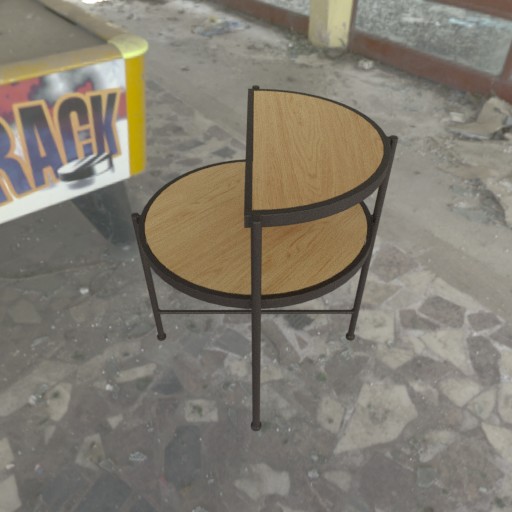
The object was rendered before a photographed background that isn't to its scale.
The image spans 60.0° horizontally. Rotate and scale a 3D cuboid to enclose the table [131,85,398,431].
[{"bbox_3d":[0.000,0.000,1.187,0.628,0.684,0.629,0,41,0],"label":"table"}]
